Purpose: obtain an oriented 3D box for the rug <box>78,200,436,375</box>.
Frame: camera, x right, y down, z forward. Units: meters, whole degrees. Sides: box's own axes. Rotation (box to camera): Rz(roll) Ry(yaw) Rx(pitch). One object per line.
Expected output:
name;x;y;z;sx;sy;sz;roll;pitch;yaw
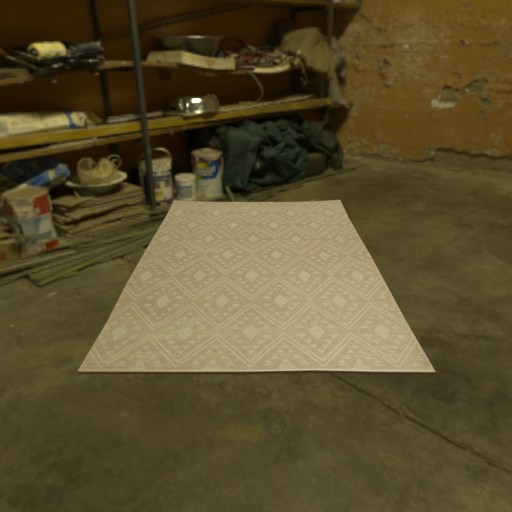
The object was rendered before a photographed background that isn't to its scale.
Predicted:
rug;0.000;0.000;3.007;1.553;0.053;2.430;0;24;0
